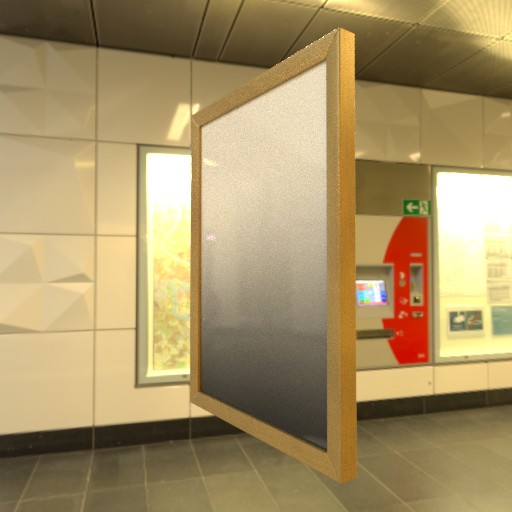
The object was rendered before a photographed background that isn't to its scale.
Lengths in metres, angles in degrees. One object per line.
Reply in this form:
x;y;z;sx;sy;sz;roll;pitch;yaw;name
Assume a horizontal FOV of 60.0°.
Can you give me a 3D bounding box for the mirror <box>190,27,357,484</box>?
0.000;0.000;0.906;0.040;0.710;0.507;1;-2;-36;mirror
